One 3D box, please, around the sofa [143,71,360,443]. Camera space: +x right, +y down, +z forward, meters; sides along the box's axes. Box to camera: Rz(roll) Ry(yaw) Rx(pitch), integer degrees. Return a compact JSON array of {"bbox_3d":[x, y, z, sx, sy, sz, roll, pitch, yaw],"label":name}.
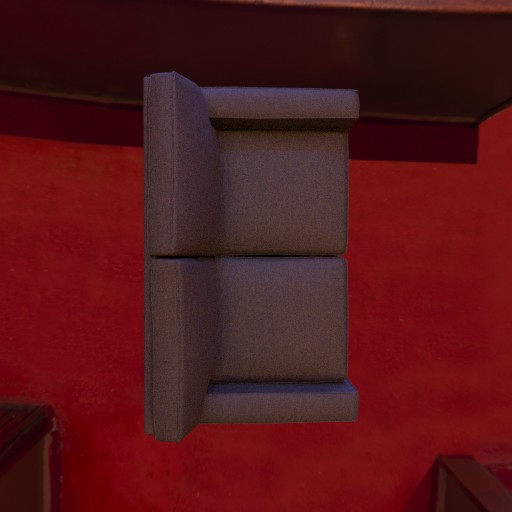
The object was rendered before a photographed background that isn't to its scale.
[{"bbox_3d":[0.000,0.000,2.143,0.974,0.887,1.534,0,91,-2],"label":"sofa"}]
